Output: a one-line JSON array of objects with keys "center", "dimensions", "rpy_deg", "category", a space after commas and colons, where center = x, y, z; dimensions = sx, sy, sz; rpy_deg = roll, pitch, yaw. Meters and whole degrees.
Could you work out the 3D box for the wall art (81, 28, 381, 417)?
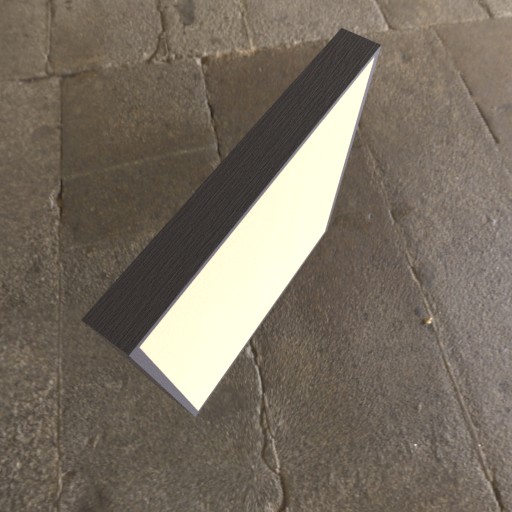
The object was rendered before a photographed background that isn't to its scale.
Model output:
[{"center": [0.000, 0.000, 0.439], "dimensions": [0.036, 0.300, 0.302], "rpy_deg": [32, 68, 14], "category": "wall art"}]
